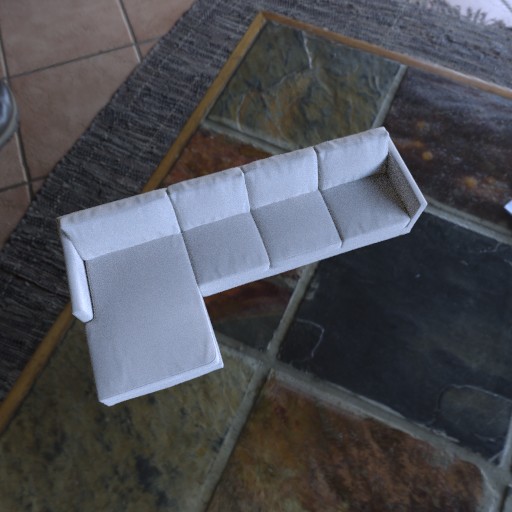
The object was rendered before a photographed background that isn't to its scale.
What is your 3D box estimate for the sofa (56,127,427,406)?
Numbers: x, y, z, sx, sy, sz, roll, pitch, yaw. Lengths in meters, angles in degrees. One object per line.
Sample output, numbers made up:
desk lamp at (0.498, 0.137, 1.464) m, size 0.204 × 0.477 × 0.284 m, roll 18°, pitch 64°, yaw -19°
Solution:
sofa at (0.000, 0.000, 4.002) m, size 3.186 × 0.861 × 1.625 m, roll -17°, pitch 67°, yaw -8°
